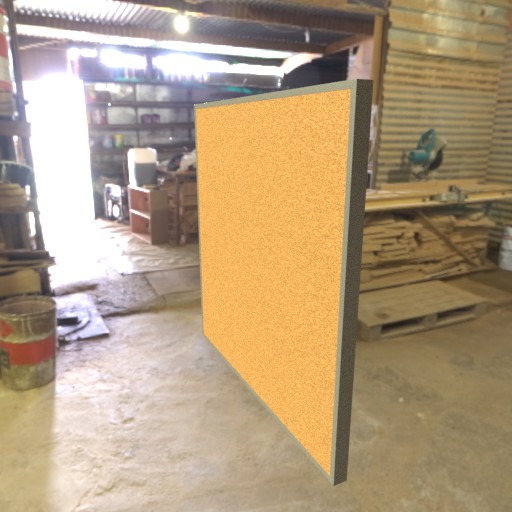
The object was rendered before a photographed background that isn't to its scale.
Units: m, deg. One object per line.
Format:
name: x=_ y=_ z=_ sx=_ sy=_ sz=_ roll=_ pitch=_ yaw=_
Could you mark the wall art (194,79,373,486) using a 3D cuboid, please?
wall art: x=0.000 y=0.000 z=1.188 sx=0.038 sy=0.807 sz=0.809 roll=-8 pitch=17 yaw=-26
